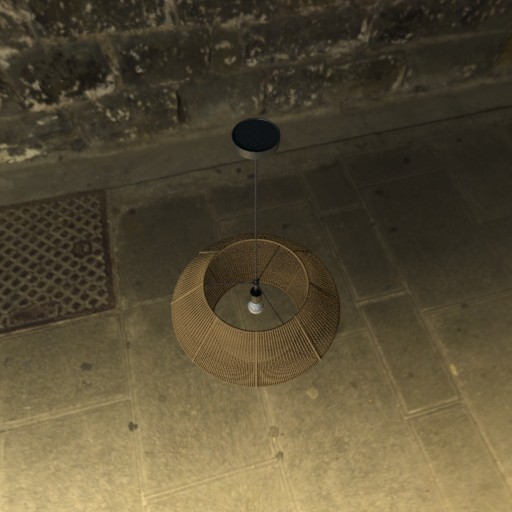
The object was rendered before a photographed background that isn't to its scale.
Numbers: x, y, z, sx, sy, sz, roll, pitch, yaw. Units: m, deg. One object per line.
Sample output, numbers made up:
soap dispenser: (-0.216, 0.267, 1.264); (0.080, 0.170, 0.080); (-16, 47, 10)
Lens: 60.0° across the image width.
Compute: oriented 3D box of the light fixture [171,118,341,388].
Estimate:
light fixture: (0.000, 0.000, 1.396); (0.643, 1.009, 0.643); (0, 58, 0)
